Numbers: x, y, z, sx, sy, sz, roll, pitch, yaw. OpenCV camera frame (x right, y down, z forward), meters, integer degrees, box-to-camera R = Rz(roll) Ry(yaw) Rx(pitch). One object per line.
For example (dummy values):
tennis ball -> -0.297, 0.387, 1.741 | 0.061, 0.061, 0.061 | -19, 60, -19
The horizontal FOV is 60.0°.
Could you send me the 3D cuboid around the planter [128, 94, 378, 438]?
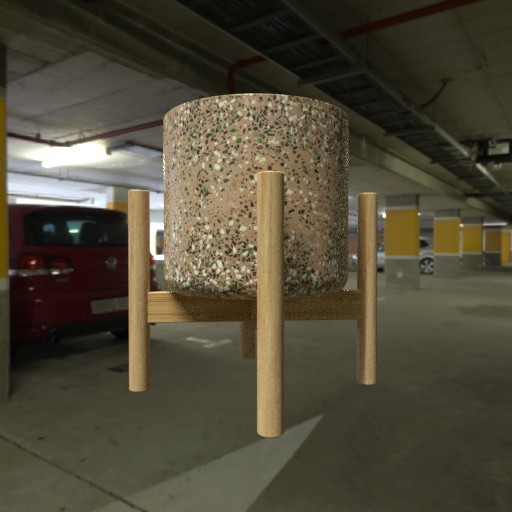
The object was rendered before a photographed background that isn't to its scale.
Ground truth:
planter -> 0.000, 0.000, 0.545 | 0.284, 0.320, 0.284 | 0, 1, 17
